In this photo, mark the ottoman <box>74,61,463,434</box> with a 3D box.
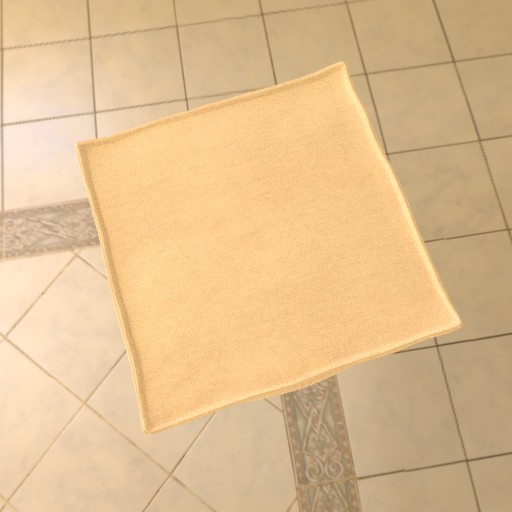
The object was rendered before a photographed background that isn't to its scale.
[{"bbox_3d":[0.000,0.000,1.159,0.707,0.470,0.696,-18,76,-5],"label":"ottoman"}]
